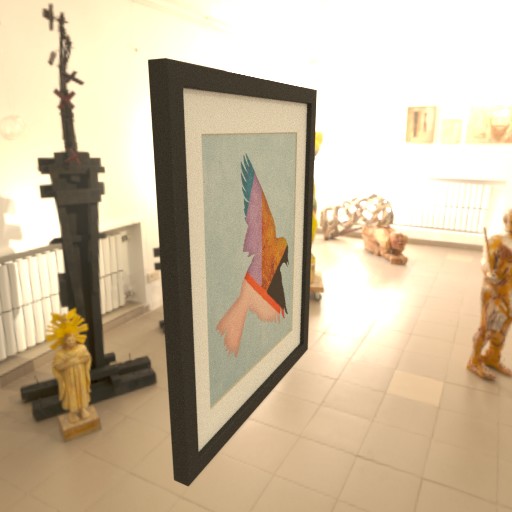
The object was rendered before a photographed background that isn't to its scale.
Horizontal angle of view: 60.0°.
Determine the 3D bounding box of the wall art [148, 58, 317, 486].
[{"bbox_3d":[0.000,0.000,0.748,0.028,0.558,0.457,8,18,27],"label":"wall art"}]
